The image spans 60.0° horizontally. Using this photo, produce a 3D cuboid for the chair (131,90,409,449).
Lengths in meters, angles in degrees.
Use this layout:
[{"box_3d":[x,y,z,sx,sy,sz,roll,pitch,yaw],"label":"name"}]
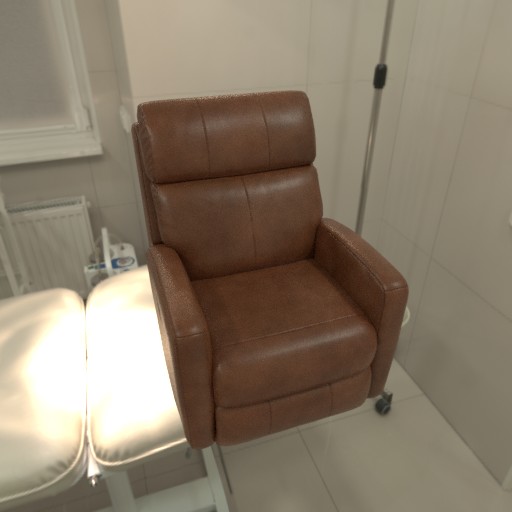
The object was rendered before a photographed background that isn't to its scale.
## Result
[{"box_3d":[0.000,0.000,1.673,0.787,1.016,0.939,-10,34,-16],"label":"chair"}]
